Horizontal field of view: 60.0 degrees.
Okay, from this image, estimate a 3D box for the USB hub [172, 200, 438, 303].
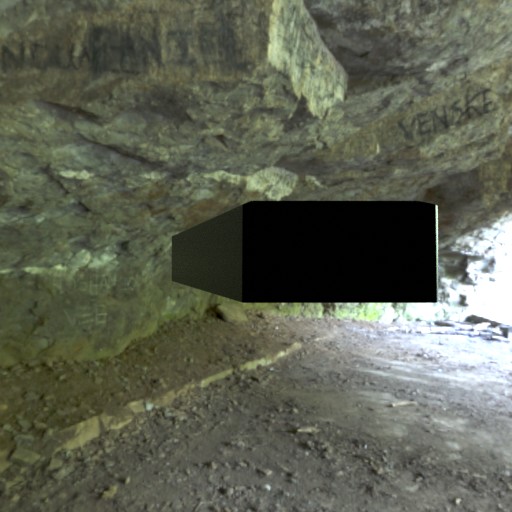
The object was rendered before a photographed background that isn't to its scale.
[{"bbox_3d":[0.000,0.000,0.162,0.044,0.023,0.145,0,-1,-18],"label":"USB hub"}]
